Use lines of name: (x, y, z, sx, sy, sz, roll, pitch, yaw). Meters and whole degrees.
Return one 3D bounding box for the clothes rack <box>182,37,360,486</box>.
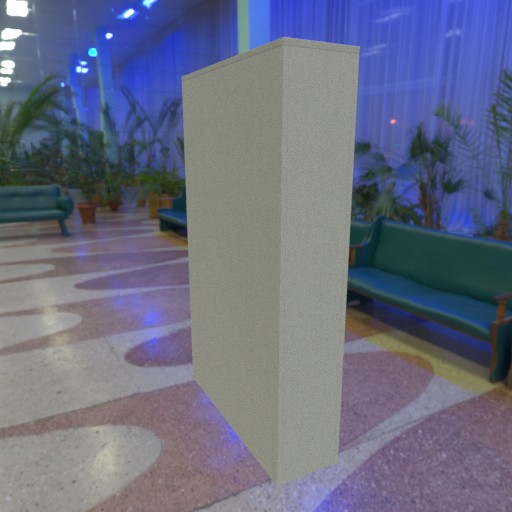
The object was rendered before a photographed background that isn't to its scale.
clothes rack: (0.000, 0.000, 1.595, 0.250, 1.280, 0.750, -7, 16, -27)
